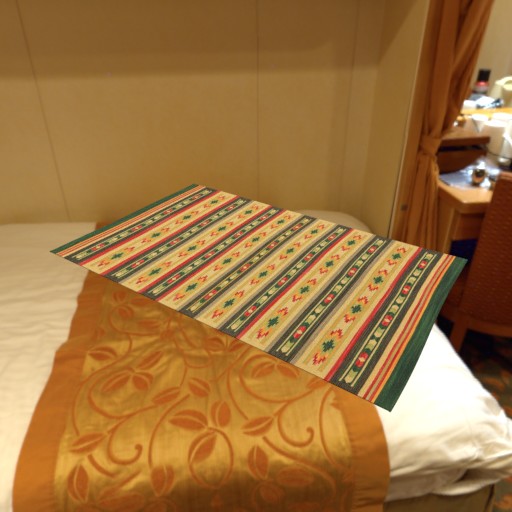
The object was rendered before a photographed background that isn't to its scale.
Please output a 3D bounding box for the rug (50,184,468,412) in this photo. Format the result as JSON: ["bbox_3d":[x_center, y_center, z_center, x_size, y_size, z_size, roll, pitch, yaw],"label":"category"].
[{"bbox_3d":[0.000,0.000,3.038,2.447,0.011,1.520,19,36,29],"label":"rug"}]
